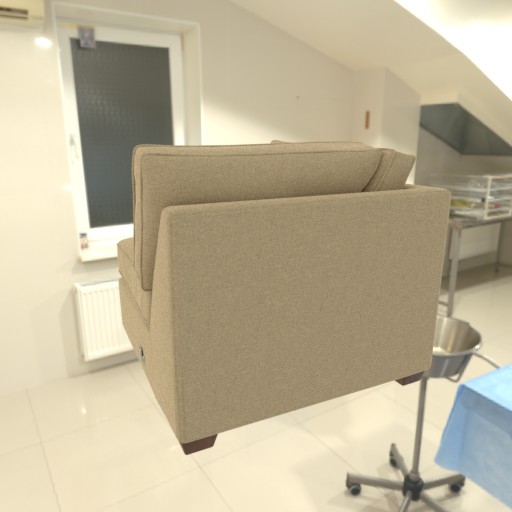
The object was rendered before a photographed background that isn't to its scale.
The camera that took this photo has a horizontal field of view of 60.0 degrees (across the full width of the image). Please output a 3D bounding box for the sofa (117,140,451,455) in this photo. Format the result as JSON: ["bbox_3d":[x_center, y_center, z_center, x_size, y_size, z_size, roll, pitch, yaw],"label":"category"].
[{"bbox_3d":[0.000,0.000,1.985,1.146,1.002,1.084,-8,17,-25],"label":"sofa"}]
